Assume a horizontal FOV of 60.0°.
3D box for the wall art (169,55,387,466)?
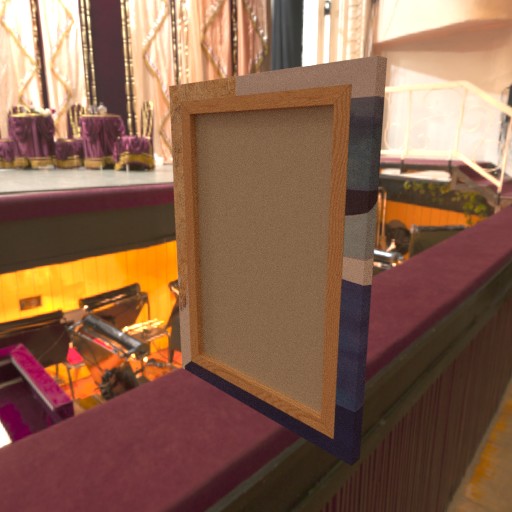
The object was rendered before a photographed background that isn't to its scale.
[{"bbox_3d":[0.000,0.000,0.803,0.458,0.613,0.026,14,20,43],"label":"wall art"}]
